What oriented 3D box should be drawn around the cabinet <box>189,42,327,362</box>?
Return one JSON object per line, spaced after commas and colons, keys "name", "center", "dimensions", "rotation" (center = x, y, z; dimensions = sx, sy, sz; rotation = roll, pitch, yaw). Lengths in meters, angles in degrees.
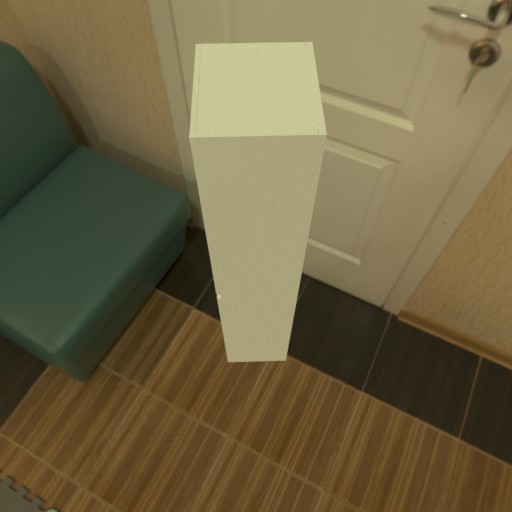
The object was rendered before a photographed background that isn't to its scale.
{"name": "cabinet", "center": [0.000, 0.000, 1.542], "dimensions": [0.269, 1.400, 0.300], "rotation": [-1, 59, -1]}
